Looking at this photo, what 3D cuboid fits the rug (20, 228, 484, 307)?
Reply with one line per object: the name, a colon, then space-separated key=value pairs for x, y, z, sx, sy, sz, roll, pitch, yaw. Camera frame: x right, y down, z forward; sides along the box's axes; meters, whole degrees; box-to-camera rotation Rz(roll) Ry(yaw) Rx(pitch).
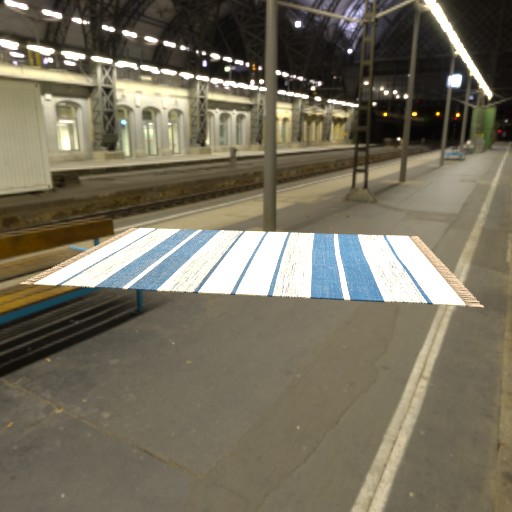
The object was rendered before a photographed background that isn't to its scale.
rug: x=0.000 y=0.000 z=3.035 sx=2.441 sy=0.010 sz=1.532 roll=2 pitch=16 yaw=8
